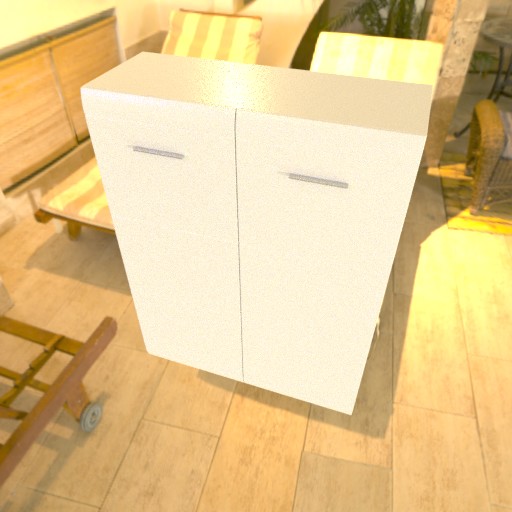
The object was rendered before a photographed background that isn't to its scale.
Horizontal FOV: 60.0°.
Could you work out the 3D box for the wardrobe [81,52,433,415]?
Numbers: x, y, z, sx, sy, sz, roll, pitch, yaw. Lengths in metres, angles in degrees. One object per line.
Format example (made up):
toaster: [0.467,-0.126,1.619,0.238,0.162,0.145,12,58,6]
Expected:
wardrobe: [0.000,0.000,1.587,0.900,1.200,0.360,13,43,14]
